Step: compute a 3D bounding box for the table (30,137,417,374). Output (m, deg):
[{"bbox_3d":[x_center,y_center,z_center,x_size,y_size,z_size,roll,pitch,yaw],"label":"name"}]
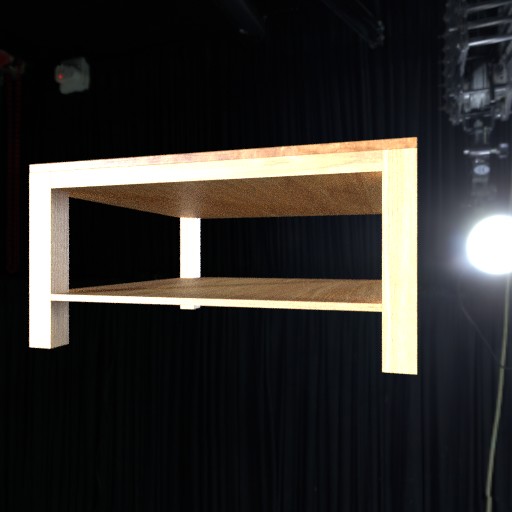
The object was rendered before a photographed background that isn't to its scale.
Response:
[{"bbox_3d":[0.000,0.000,1.398,0.900,0.450,0.900,0,0,16],"label":"table"}]
